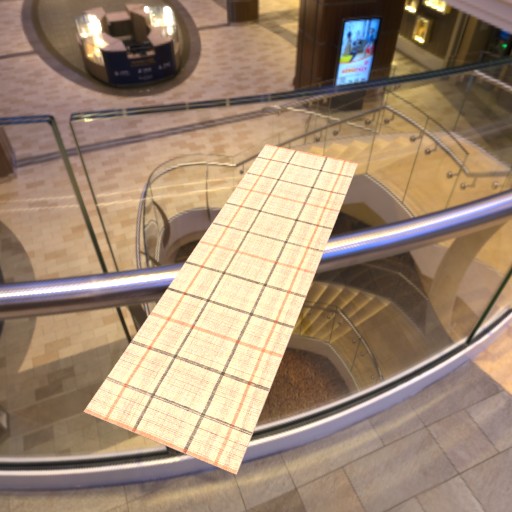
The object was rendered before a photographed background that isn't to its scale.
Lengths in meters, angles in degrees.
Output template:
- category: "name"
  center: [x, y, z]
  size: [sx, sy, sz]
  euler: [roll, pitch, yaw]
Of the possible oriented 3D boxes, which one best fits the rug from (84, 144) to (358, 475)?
- category: "rug"
  center: [0.000, 0.000, 2.737]
  size: [0.762, 0.008, 2.439]
  euler: [15, 48, 14]
